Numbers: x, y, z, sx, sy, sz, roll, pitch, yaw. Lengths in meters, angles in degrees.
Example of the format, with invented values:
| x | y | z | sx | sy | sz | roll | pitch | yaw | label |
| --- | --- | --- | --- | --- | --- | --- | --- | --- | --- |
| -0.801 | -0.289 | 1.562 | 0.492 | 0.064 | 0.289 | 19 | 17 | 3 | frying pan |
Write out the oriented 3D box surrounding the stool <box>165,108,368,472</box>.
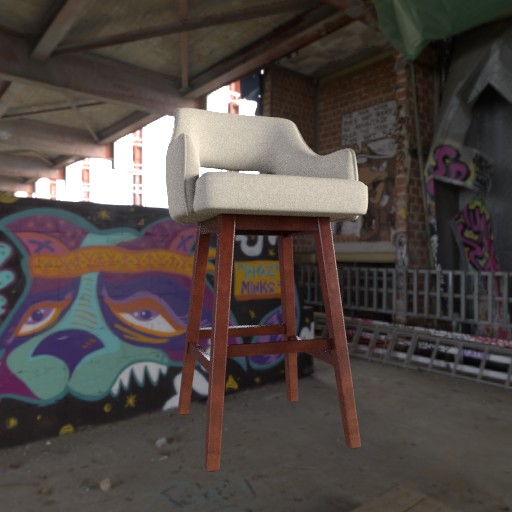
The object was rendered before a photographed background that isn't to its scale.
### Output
| x | y | z | sx | sy | sz | roll | pitch | yaw | label |
| --- | --- | --- | --- | --- | --- | --- | --- | --- | --- |
| 0.000 | 0.000 | 1.370 | 0.550 | 1.041 | 0.560 | 0 | 0 | -19 | stool |
